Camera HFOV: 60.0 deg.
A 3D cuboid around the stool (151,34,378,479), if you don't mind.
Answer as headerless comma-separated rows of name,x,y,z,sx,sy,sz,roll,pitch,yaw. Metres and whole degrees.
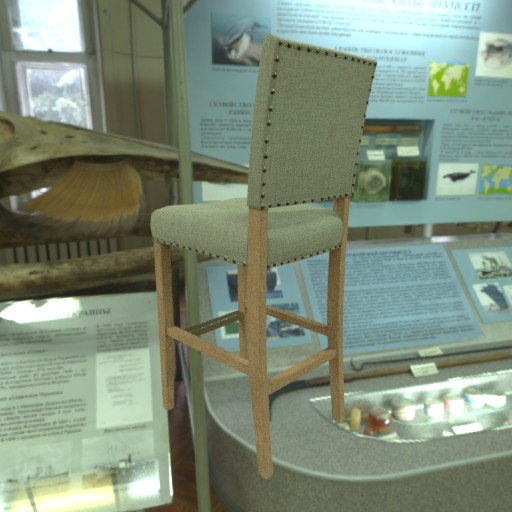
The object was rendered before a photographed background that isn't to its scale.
stool,0.000,0.000,1.468,0.585,1.203,0.445,14,20,43
